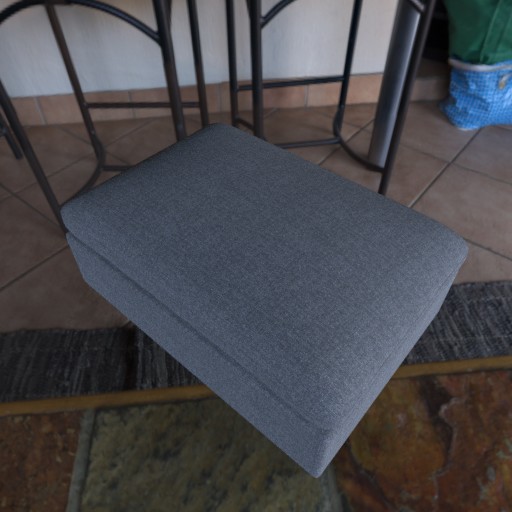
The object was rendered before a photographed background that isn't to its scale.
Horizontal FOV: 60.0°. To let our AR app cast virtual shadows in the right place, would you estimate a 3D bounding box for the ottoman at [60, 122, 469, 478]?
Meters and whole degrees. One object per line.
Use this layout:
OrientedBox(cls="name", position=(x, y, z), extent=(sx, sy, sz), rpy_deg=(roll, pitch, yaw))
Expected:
OrientedBox(cls="ottoman", position=(0.000, 0.000, 1.406), extent=(1.041, 0.483, 0.711), rpy_deg=(32, 54, 27))
